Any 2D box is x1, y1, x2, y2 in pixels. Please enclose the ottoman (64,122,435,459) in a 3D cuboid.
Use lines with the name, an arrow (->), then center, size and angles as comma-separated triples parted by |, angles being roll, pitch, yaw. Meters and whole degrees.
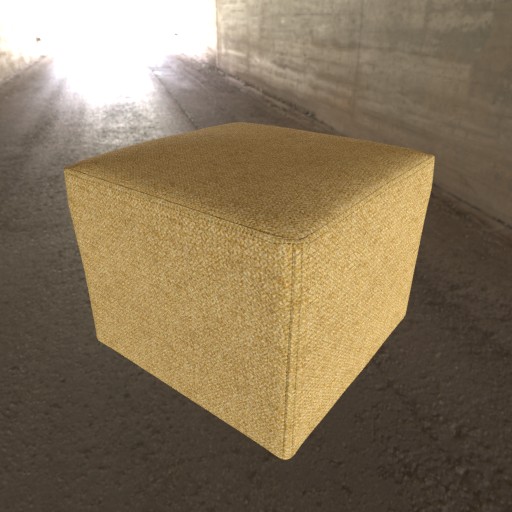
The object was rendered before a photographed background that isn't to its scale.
ottoman -> 0.000, 0.000, 0.906 | 0.512, 0.441, 0.505 | 20, 34, 33
